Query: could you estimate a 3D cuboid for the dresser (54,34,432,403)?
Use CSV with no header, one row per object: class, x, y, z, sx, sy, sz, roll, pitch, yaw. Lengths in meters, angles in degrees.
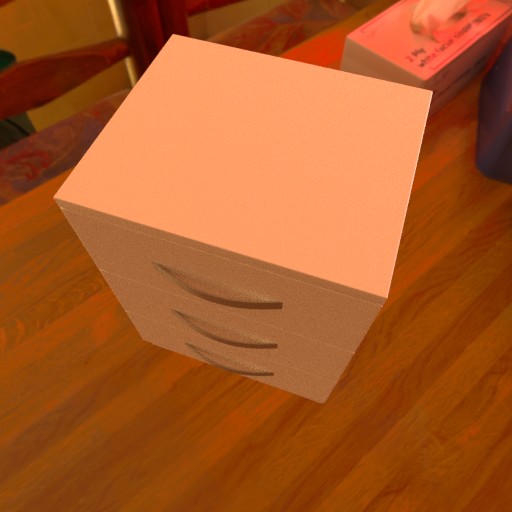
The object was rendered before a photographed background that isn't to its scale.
dresser,0.000,0.000,0.811,0.400,0.560,0.360,17,61,10
